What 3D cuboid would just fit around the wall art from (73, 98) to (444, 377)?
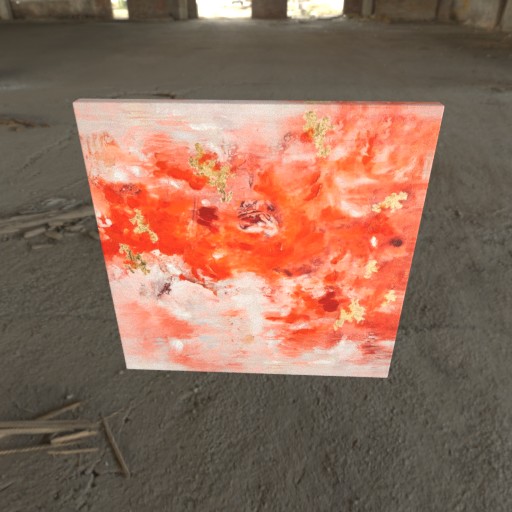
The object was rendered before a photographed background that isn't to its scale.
[{"bbox_3d":[0.000,0.000,1.104,0.747,0.746,0.064,1,31,2],"label":"wall art"}]
